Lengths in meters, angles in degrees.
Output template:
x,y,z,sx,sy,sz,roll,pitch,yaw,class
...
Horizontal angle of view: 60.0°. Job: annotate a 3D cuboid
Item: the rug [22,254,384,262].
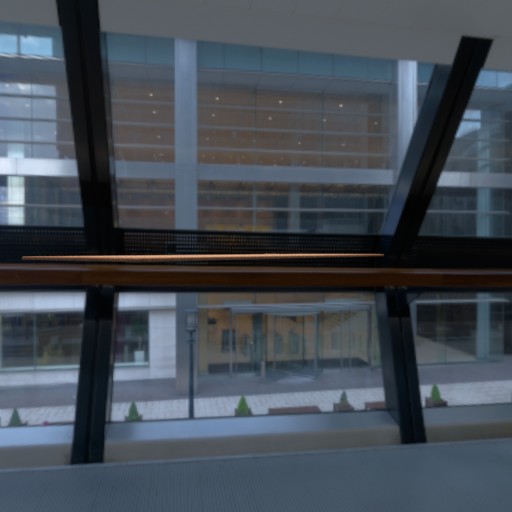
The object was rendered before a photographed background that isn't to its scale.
x,y,z,sx,sy,sz,roll,pitch,yaw,class
0.000,0.000,2.679,0.764,0.017,2.439,0,1,35,rug
